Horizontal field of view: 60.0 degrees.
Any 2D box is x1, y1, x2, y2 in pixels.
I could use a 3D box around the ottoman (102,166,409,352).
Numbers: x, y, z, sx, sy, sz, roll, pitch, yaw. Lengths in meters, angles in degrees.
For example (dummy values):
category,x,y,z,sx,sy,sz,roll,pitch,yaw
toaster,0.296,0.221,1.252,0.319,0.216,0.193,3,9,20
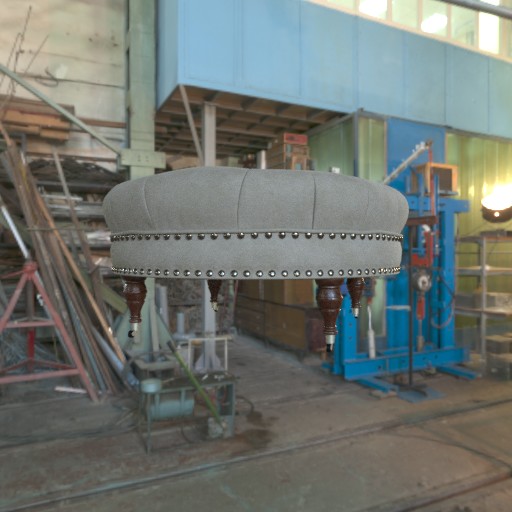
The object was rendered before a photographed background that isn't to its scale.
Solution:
category,x,y,z,sx,sy,sz,roll,pitch,yaw
ottoman,0.000,0.000,1.369,0.901,0.439,0.901,0,0,0
